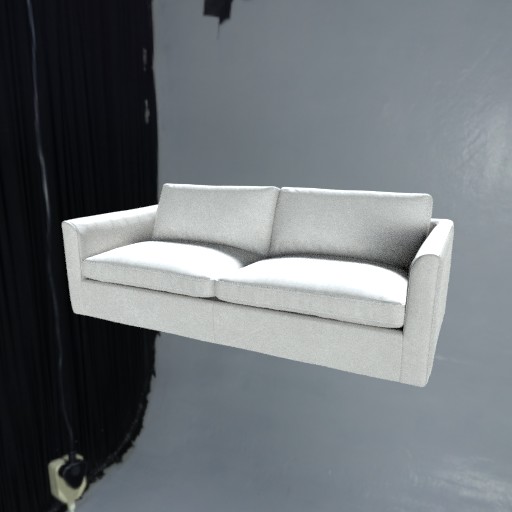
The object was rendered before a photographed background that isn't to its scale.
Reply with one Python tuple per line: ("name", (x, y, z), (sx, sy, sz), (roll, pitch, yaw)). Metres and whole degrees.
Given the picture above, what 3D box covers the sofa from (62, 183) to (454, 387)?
("sofa", (0.000, 0.000, 2.837), (2.588, 0.838, 1.090), (6, 14, 26))
